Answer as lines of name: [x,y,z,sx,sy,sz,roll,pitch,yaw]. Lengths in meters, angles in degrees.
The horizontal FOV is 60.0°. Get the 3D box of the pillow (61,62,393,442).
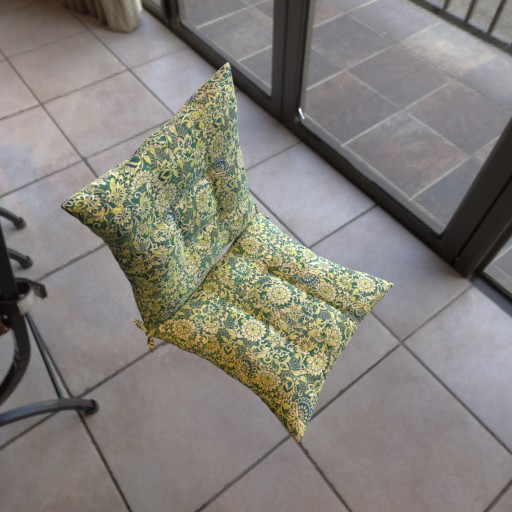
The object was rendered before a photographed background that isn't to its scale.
pillow: [0.000,0.000,1.031,0.585,0.536,0.541,30,62,18]
